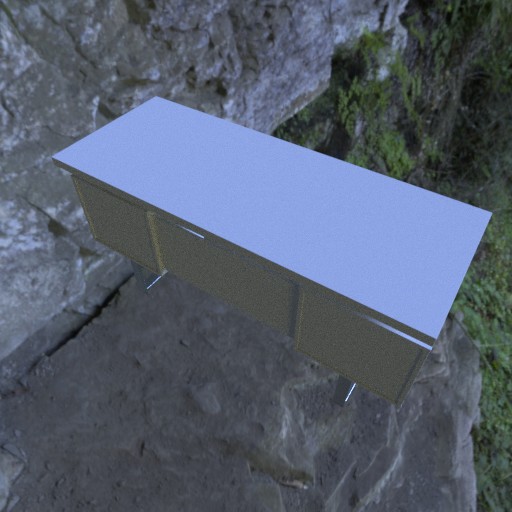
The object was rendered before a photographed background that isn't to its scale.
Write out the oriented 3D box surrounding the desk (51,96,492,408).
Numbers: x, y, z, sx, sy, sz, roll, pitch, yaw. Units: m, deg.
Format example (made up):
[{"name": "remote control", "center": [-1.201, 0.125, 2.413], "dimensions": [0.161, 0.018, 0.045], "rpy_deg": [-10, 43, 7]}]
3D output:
[{"name": "desk", "center": [0.000, 0.000, 1.899], "dimensions": [1.530, 0.773, 0.603], "rpy_deg": [25, 51, 22]}]
